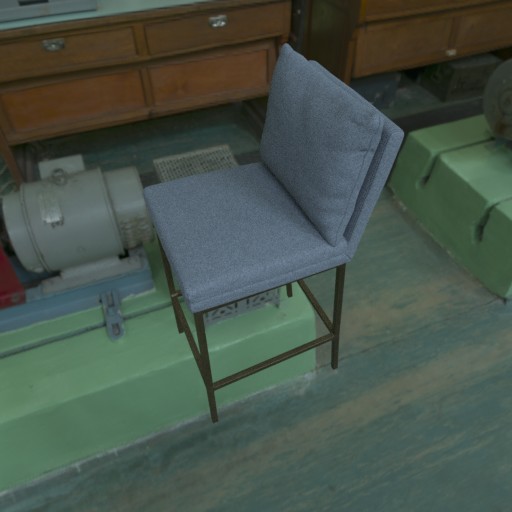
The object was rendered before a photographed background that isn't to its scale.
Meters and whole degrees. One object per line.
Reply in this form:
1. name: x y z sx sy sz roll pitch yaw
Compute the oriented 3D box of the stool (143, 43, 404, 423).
1. stool: 0.000 0.000 1.428 0.569 1.130 0.463 -18 49 -16
